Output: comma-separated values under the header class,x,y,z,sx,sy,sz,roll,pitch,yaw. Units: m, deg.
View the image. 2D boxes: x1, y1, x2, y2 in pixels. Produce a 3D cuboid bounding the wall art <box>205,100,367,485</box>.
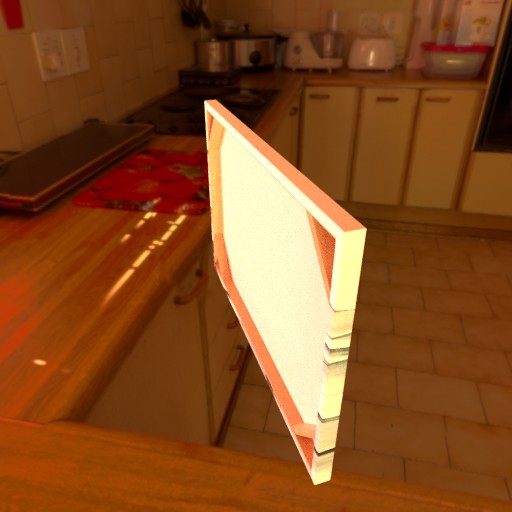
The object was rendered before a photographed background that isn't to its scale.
class,x,y,z,sx,sy,sz,roll,pitch,yaw
wall art,0.000,0.000,1.162,0.039,0.609,0.914,-10,32,-15
